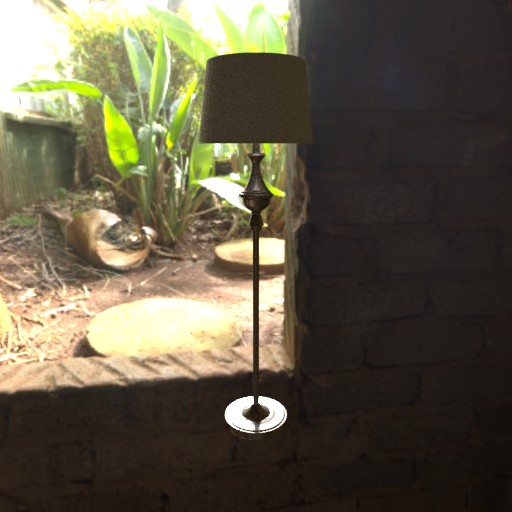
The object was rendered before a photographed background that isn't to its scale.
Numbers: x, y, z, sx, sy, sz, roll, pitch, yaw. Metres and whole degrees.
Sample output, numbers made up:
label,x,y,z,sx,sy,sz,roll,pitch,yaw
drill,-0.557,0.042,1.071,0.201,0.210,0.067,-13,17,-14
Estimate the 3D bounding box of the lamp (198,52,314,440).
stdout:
label,x,y,z,sx,sy,sz,roll,pitch,yaw
lamp,0.000,0.000,1.765,0.431,1.488,0.431,0,14,0
